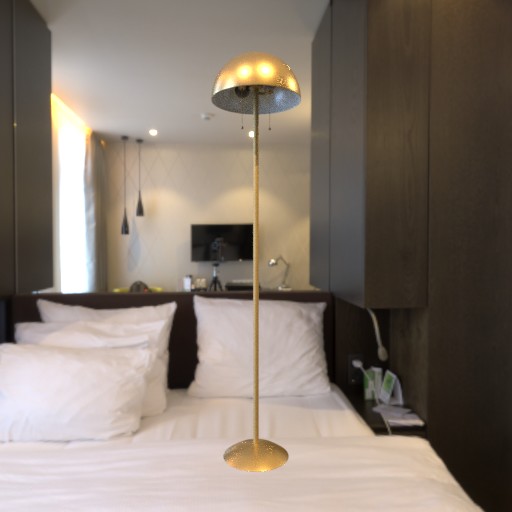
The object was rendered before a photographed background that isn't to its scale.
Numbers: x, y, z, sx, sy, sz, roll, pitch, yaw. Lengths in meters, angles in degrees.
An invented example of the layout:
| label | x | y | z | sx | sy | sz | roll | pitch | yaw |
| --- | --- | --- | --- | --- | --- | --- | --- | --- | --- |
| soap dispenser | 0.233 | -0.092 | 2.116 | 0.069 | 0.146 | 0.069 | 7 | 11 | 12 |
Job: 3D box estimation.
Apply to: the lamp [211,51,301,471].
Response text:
| label | x | y | z | sx | sy | sz | roll | pitch | yaw |
| --- | --- | --- | --- | --- | --- | --- | --- | --- | --- |
| lamp | 0.000 | 0.000 | 1.631 | 0.328 | 1.480 | 0.328 | -1 | 1 | -35 |
